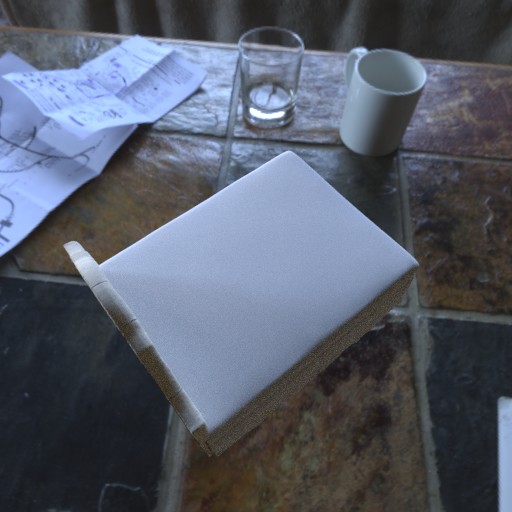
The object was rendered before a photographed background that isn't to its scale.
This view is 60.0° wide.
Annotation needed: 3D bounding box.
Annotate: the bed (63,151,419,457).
[{"bbox_3d":[0.000,0.000,3.197,2.092,1.575,1.627,-35,65,-18],"label":"bed"}]
